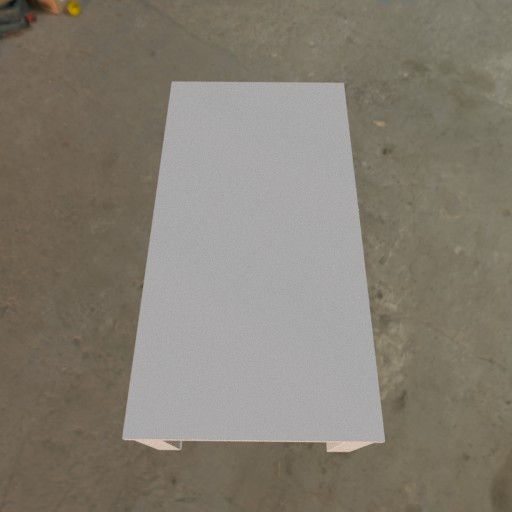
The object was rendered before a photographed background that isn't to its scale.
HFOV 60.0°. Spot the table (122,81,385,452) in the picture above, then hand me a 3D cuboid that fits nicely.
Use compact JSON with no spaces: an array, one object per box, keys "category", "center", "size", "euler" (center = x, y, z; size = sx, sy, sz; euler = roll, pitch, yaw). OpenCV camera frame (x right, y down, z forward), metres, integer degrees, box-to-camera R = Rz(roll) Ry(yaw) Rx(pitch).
[{"category":"table","center":[0.000,0.000,1.698],"size":[0.700,0.470,1.350],"euler":[1,62,0]}]
